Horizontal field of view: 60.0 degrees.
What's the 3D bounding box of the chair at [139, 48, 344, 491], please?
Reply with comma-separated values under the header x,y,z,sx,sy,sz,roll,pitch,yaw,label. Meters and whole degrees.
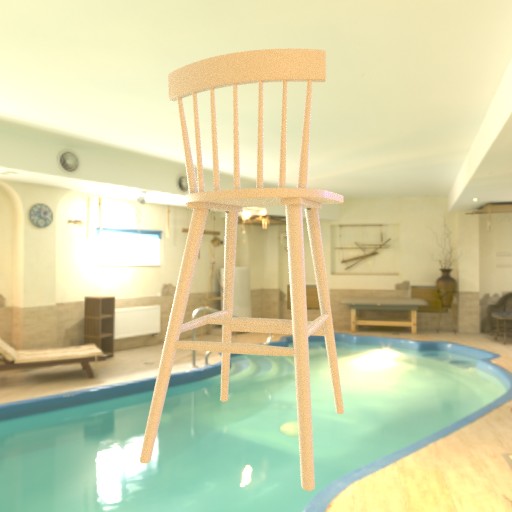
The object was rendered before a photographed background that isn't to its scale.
x,y,z,sx,sy,sz,roll,pitch,yaw,label
0.000,0.000,1.363,0.483,1.092,0.572,0,-1,18,chair
